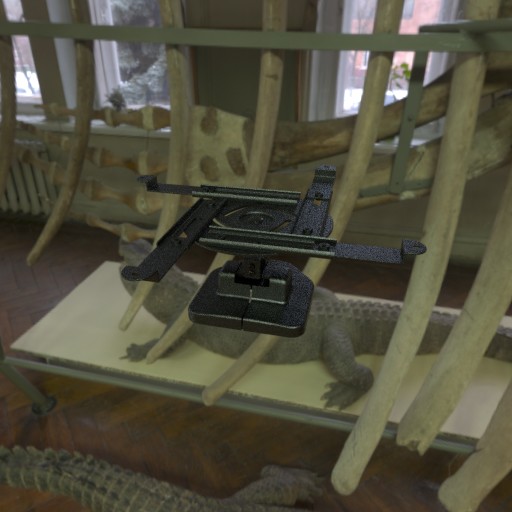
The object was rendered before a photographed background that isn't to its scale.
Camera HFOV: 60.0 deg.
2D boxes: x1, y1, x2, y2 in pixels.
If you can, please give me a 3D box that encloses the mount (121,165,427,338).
[{"bbox_3d":[0.000,0.000,0.588,0.394,0.141,0.394,7,29,12],"label":"mount"}]
